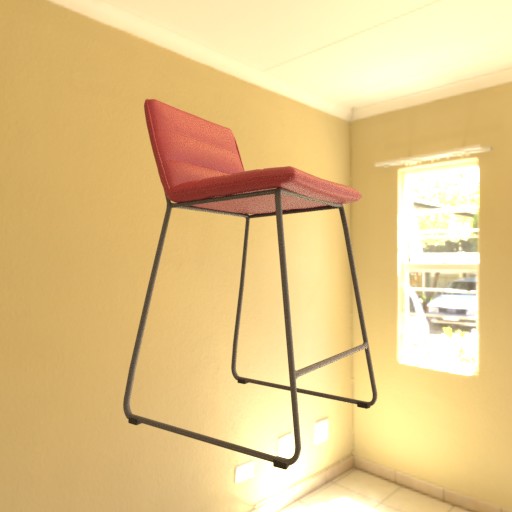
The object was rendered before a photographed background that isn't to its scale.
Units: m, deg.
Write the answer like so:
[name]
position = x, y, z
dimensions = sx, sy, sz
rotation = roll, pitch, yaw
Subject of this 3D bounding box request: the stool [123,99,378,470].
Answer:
[stool]
position = 0.000, 0.000, 1.217
dimensions = 0.524, 0.866, 0.489
rotation = -1, -1, 35
